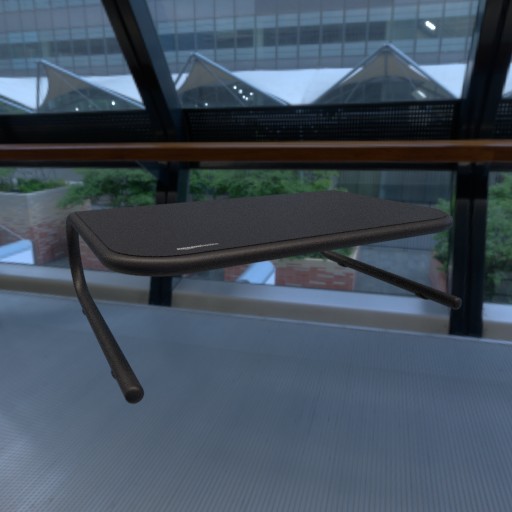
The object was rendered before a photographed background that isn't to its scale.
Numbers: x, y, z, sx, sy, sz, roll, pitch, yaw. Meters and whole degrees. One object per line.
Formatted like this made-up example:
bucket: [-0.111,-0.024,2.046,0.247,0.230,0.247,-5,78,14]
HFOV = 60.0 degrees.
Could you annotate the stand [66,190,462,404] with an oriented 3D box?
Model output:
stand: [0.000,0.000,0.507,0.370,0.108,0.280,-9,18,-28]
